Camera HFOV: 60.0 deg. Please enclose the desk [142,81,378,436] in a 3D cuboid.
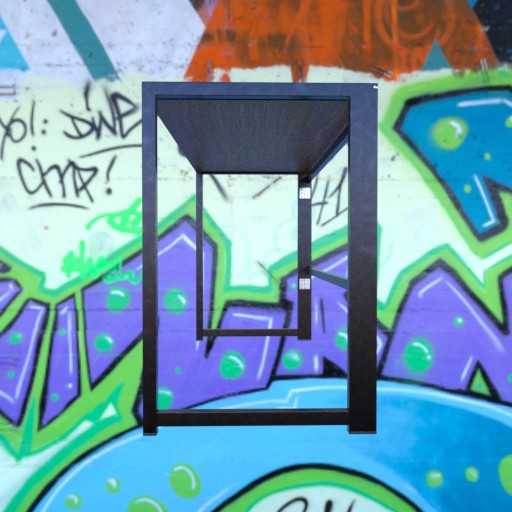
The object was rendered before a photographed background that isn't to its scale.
[{"bbox_3d":[0.000,0.000,1.462,0.508,0.762,1.016,0,1,-1],"label":"desk"}]
